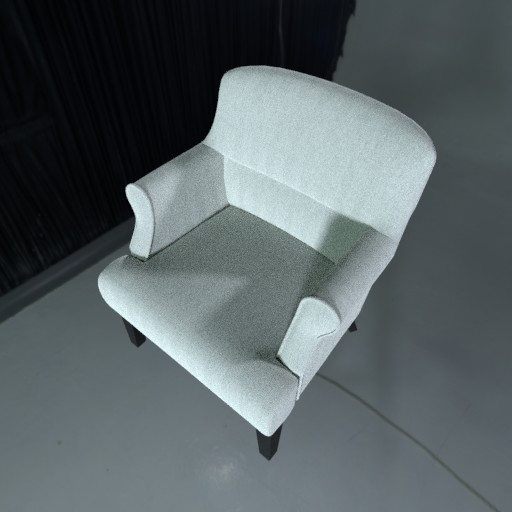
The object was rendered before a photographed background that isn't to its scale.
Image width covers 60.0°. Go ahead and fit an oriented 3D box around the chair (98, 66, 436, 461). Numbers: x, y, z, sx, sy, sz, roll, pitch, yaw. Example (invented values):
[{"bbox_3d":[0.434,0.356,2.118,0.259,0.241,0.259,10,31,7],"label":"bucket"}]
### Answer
[{"bbox_3d":[0.000,0.000,1.406,0.781,0.875,0.750,32,55,26],"label":"chair"}]
